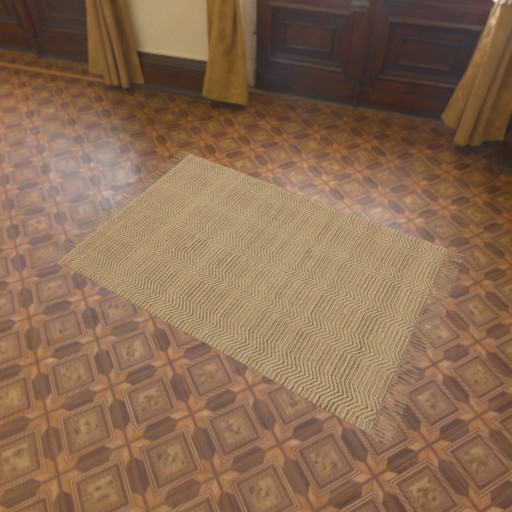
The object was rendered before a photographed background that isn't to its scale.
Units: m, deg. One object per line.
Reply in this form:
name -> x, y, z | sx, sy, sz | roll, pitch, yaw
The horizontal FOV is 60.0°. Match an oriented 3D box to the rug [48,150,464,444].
rug -> 0.000, 0.000, 2.488 | 2.021, 0.027, 1.224 | 24, 51, 21
